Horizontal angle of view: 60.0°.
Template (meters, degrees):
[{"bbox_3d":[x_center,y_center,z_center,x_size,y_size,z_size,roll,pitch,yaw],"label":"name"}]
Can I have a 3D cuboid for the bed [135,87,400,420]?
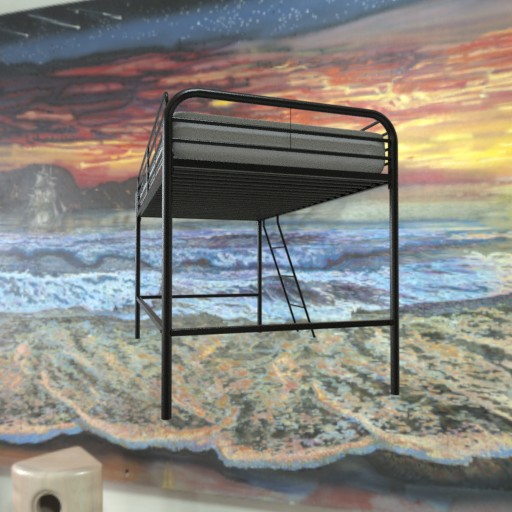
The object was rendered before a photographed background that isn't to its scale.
[{"bbox_3d":[0.000,0.000,2.831,1.393,1.289,1.968,0,-1,-18],"label":"bed"}]
